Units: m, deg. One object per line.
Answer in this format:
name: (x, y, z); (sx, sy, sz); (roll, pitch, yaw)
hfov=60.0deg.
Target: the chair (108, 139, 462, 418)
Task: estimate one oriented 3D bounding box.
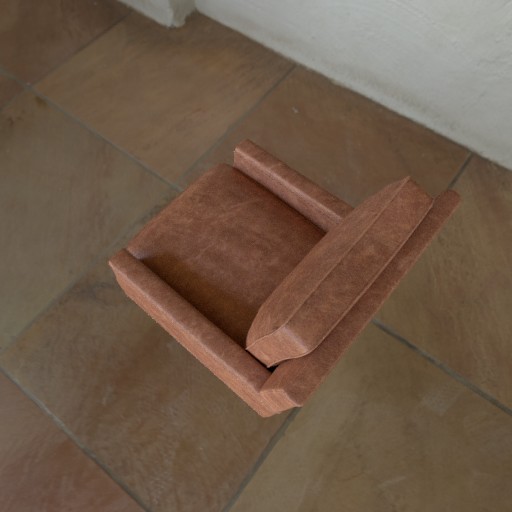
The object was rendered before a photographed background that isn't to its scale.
chair: (0.000, 0.000, 1.820); (1.035, 1.054, 0.854); (38, 69, 17)
